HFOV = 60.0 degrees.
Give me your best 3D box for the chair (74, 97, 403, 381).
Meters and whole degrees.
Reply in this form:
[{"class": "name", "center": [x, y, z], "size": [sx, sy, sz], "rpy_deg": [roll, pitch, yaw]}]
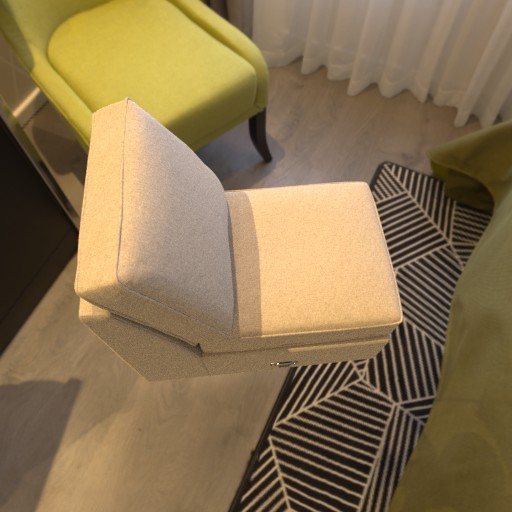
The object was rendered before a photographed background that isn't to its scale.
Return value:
[{"class": "chair", "center": [0.000, 0.000, 1.665], "size": [1.020, 1.058, 0.674], "rpy_deg": [-5, 63, -3]}]
